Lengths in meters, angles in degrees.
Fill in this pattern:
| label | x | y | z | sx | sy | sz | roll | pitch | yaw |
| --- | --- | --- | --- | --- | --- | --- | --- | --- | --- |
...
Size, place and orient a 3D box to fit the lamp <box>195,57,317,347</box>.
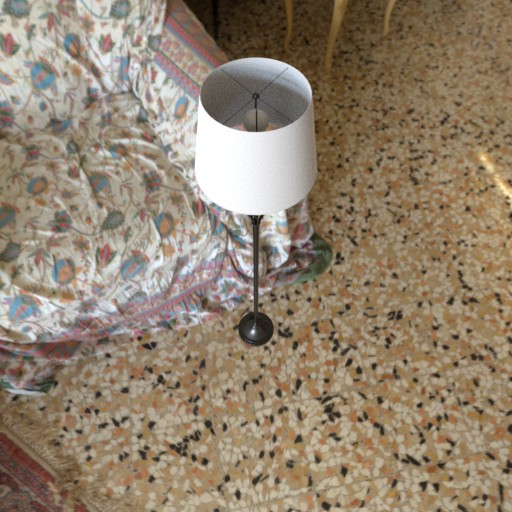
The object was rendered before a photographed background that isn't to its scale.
| label | x | y | z | sx | sy | sz | roll | pitch | yaw |
| --- | --- | --- | --- | --- | --- | --- | --- | --- | --- |
| lamp | 0.000 | 0.000 | 1.833 | 0.379 | 1.623 | 0.379 | 0 | 59 | 0 |
